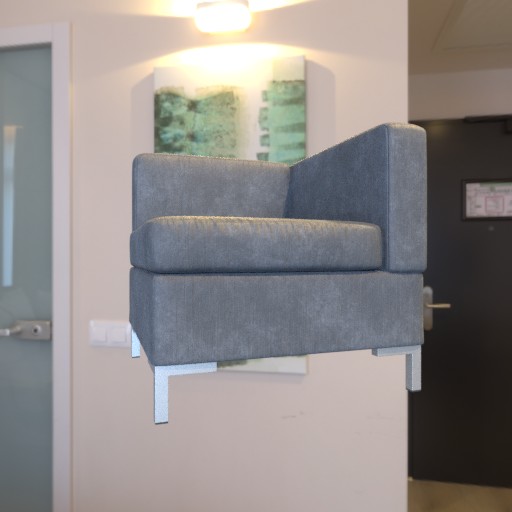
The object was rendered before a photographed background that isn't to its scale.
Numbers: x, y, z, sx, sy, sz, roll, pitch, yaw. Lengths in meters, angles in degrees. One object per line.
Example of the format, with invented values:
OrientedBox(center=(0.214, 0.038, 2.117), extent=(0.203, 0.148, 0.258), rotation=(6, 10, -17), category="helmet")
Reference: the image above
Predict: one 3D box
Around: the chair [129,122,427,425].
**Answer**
OrientedBox(center=(0.000, 0.000, 1.260), extent=(0.680, 0.660, 0.680), rotation=(0, 0, -20), category="chair")
